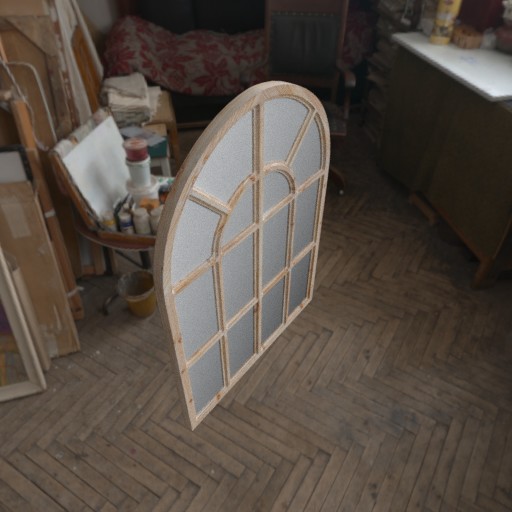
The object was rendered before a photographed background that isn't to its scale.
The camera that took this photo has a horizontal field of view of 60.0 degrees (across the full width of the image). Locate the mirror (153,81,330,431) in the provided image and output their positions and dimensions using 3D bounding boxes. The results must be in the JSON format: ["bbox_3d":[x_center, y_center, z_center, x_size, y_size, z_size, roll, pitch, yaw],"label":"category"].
[{"bbox_3d":[0.000,0.000,1.206,0.032,0.920,0.660,28,50,27],"label":"mirror"}]
